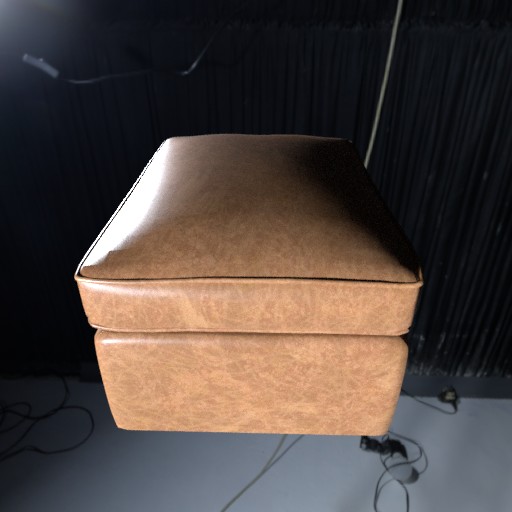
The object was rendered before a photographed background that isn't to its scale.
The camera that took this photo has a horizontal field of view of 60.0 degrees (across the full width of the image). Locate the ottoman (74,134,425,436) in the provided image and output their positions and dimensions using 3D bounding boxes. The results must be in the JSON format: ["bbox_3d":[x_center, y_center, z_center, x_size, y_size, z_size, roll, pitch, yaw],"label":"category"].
[{"bbox_3d":[0.000,0.000,1.072,0.554,0.468,0.756,1,31,1],"label":"ottoman"}]
